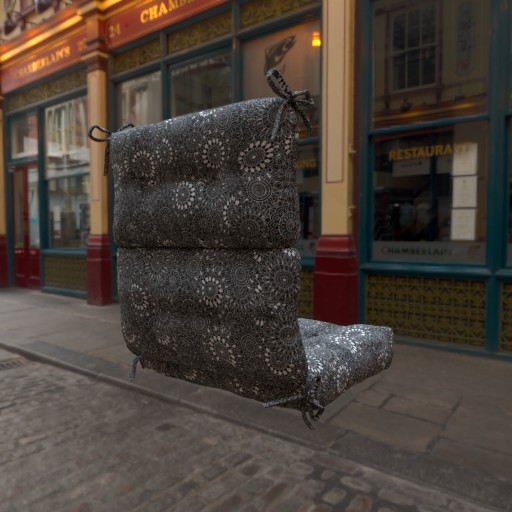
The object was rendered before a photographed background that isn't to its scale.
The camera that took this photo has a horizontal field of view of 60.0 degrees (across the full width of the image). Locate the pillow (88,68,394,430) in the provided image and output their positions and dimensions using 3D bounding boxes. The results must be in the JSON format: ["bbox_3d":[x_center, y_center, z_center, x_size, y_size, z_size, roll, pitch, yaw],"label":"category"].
[{"bbox_3d":[0.000,0.000,1.043,0.519,0.605,0.571,1,2,36],"label":"pillow"}]
